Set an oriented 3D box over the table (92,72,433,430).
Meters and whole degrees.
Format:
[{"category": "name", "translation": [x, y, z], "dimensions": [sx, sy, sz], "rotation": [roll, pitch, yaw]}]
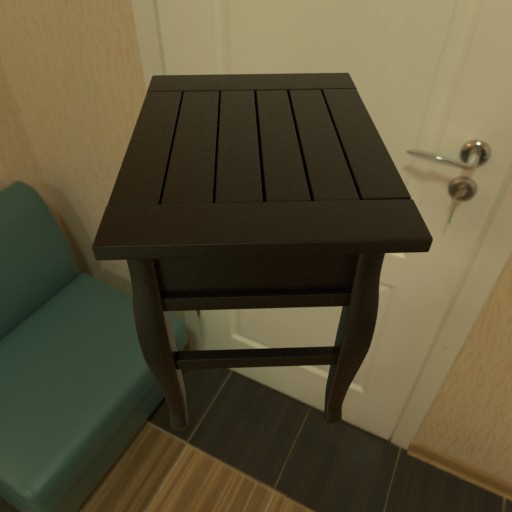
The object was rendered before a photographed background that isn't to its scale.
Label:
[{"category": "table", "translation": [0.000, 0.000, 1.018], "dimensions": [0.460, 0.604, 0.602], "rotation": [-1, 43, -2]}]
